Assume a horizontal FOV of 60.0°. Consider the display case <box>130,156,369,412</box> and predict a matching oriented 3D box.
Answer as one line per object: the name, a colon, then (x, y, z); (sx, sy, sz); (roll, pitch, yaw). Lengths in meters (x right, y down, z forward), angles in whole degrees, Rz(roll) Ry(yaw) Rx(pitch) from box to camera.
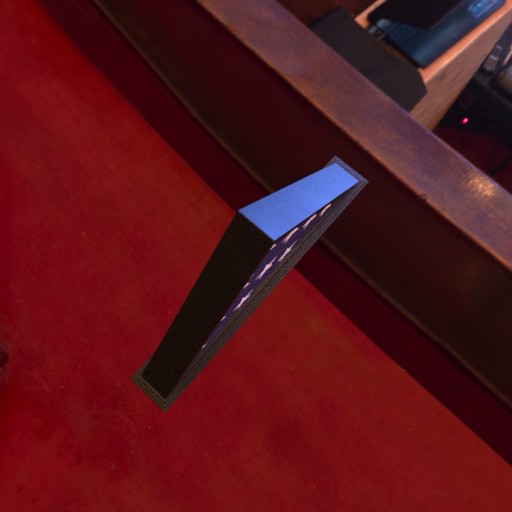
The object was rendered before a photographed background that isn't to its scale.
display case: (0.000, 0.000, 0.762); (0.095, 0.340, 0.640); (41, 79, 9)
